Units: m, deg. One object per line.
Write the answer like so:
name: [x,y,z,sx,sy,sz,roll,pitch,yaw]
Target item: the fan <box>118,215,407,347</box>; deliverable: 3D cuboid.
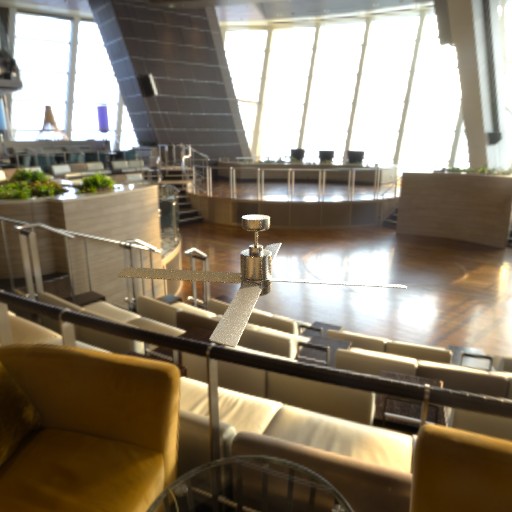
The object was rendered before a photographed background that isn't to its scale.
fan: [0.000,0.000,2.002,1.322,0.355,1.322,3,16,9]
